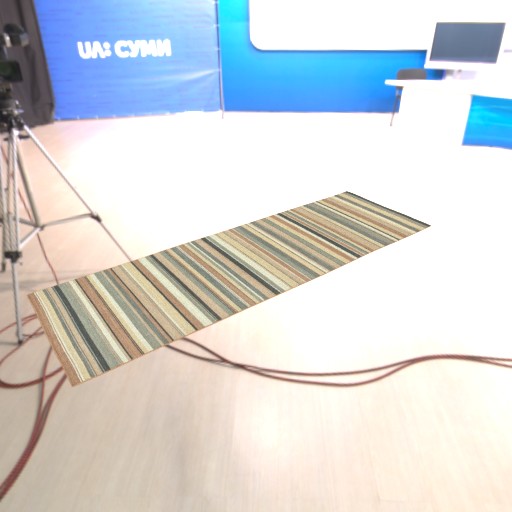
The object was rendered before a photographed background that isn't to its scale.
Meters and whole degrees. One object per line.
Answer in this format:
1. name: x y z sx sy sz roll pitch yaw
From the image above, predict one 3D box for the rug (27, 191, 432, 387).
1. rug: 0.000 0.000 2.695 2.444 0.010 0.799 -21 36 -31
